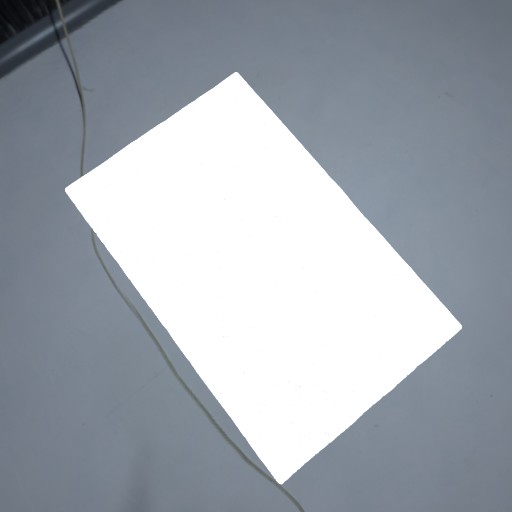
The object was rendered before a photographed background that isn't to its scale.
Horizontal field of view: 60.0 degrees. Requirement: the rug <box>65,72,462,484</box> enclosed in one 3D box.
[{"bbox_3d":[0.000,0.000,3.020,1.546,0.010,2.442,-37,79,-8],"label":"rug"}]
